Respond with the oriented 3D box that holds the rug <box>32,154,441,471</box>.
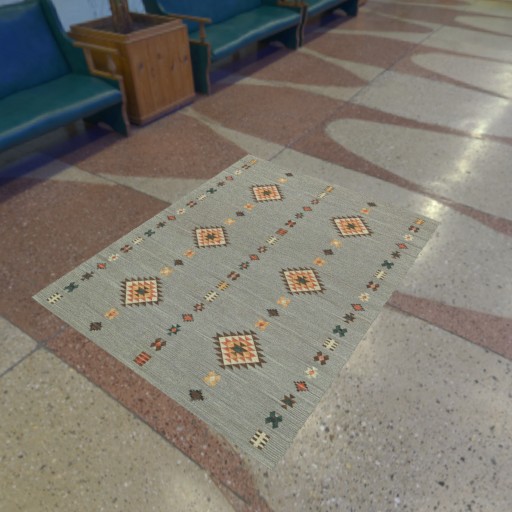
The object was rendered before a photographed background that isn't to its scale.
[{"bbox_3d":[0.000,0.000,4.082,2.425,0.008,3.035,25,47,26],"label":"rug"}]
